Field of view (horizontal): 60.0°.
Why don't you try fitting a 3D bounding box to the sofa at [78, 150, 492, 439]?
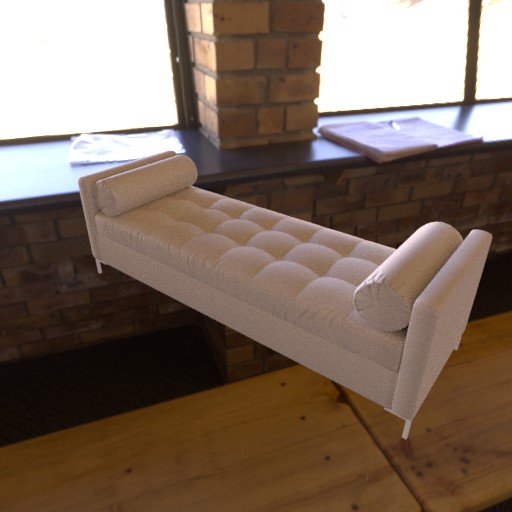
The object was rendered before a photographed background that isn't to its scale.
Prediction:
[{"bbox_3d":[0.000,0.000,2.286,1.981,0.635,0.686,21,36,32],"label":"sofa"}]
